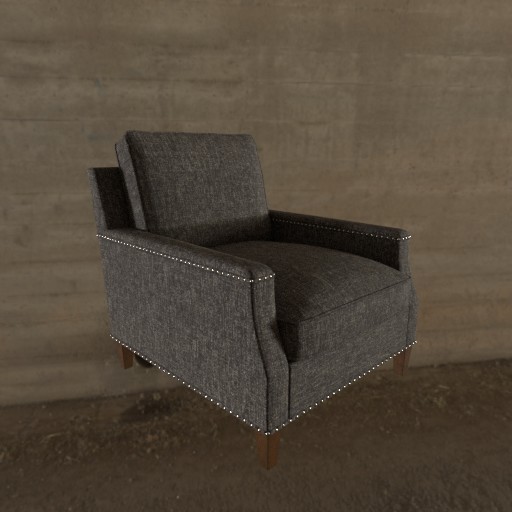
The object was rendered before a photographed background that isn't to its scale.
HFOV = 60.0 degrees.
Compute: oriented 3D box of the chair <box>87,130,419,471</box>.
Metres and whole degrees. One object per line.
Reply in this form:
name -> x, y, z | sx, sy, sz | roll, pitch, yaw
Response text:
chair -> 0.000, 0.000, 1.718 | 0.853, 0.943, 1.014 | -13, 19, -43
